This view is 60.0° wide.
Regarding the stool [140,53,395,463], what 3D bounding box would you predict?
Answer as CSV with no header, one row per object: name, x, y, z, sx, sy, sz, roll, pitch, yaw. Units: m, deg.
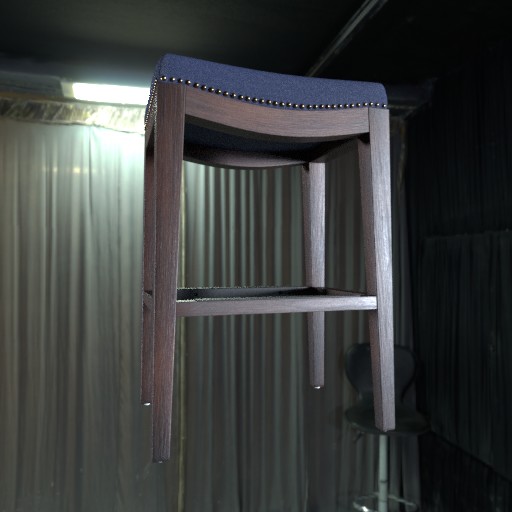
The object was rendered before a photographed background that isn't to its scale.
stool,0.000,0.000,1.024,0.498,0.740,0.358,0,0,-18
